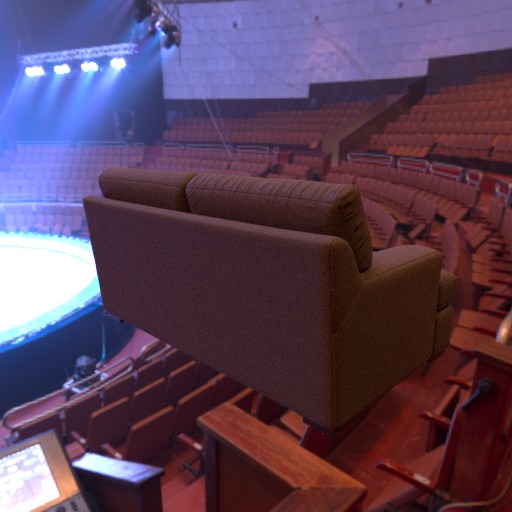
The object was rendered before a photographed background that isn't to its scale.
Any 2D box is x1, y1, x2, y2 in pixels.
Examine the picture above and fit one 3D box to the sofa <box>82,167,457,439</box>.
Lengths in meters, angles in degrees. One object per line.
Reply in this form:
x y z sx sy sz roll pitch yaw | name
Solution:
0.000 0.000 2.468 1.869 0.950 1.140 14 19 43 | sofa
